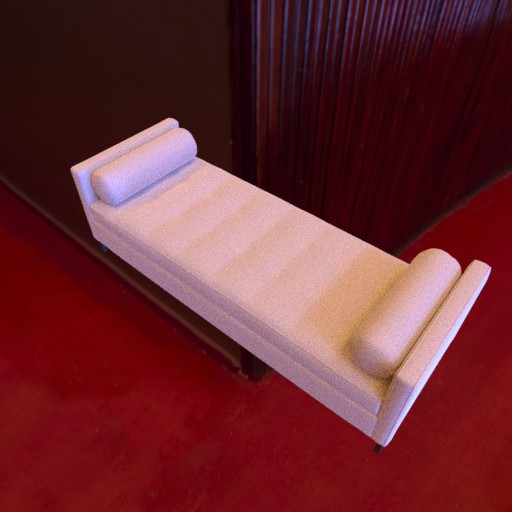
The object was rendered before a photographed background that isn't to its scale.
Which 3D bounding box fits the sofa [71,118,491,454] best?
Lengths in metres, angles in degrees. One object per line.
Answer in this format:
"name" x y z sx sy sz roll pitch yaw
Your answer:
"sofa" 0.000 0.000 2.309 1.985 0.641 0.746 31 53 27
